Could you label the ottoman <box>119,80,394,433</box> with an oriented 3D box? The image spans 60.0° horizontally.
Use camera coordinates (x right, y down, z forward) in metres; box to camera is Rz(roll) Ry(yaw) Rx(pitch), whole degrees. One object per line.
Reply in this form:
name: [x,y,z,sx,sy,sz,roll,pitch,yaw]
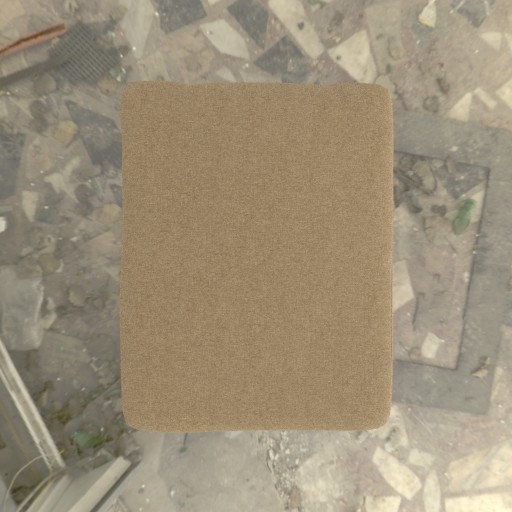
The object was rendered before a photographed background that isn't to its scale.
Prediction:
ottoman: [0.000,0.000,1.305,0.692,0.511,0.889,0,91,-1]
